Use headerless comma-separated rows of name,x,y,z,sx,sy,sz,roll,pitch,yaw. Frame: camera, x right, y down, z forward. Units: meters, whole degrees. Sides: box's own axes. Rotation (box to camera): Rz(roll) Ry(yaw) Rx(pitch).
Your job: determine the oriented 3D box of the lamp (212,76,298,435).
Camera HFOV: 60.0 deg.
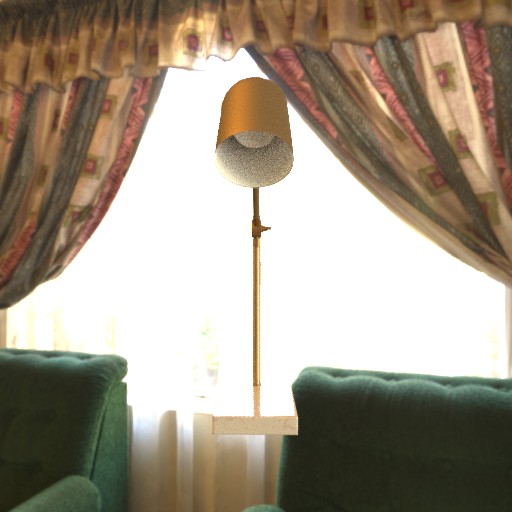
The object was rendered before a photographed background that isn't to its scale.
lamp,0.000,0.000,0.852,0.144,0.603,0.471,0,-1,1
